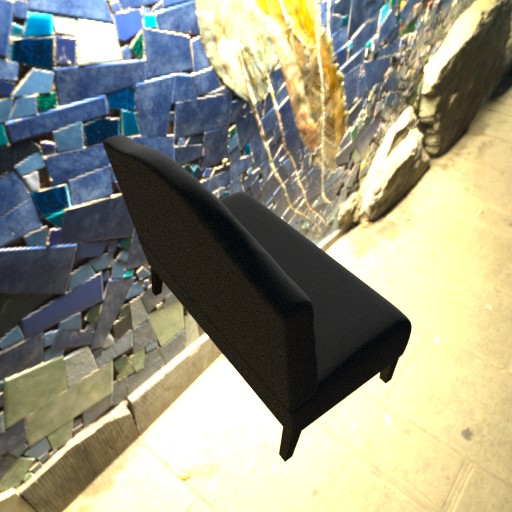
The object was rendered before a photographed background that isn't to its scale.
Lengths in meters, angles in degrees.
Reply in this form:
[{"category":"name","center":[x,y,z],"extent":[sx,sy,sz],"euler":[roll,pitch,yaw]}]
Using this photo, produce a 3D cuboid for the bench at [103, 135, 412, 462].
[{"category":"bench","center":[0.000,0.000,2.100],"extent":[0.815,1.180,1.335],"euler":[-26,48,-26]}]
